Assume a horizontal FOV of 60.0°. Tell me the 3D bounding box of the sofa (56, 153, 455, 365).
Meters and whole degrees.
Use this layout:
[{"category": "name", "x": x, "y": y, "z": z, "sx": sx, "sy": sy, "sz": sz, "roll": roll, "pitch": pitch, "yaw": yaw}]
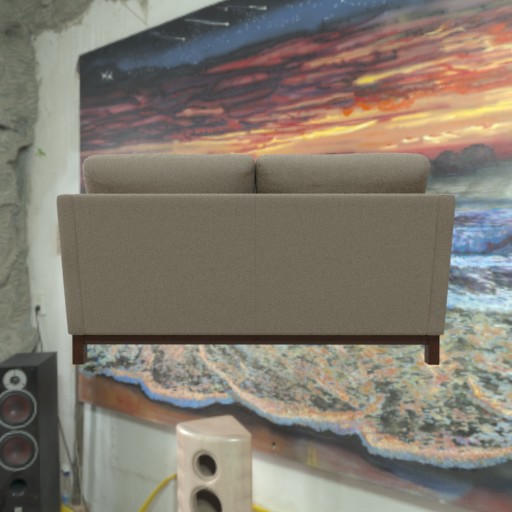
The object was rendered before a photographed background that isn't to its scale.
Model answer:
[{"category": "sofa", "x": 0.000, "y": 0.000, "z": 2.251, "sx": 1.619, "sy": 0.910, "sz": 1.004, "roll": 0, "pitch": 1, "yaw": 0}]
